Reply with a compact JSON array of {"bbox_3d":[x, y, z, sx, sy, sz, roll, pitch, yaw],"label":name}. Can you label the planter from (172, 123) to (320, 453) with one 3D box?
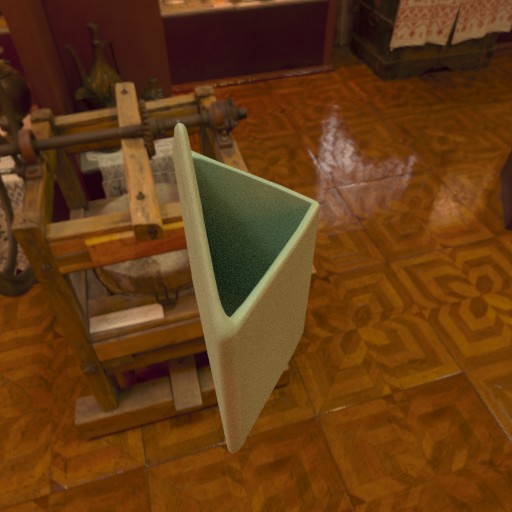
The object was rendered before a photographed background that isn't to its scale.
[{"bbox_3d":[0.000,0.000,0.285,0.079,0.197,0.164,-11,47,-10],"label":"planter"}]
